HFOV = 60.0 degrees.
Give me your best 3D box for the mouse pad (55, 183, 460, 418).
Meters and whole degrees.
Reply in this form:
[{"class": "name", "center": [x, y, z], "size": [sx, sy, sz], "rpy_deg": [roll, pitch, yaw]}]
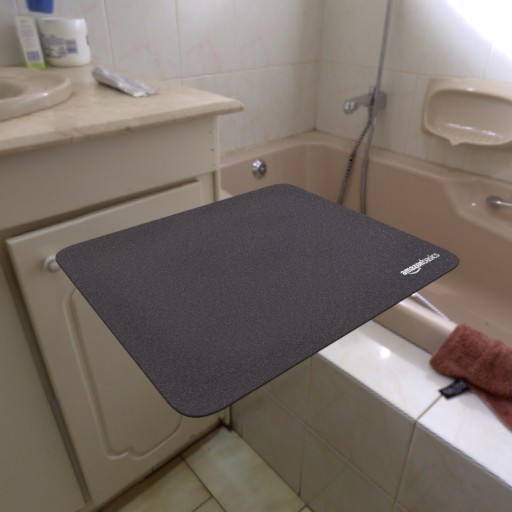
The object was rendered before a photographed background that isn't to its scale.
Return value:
[{"class": "mouse pad", "center": [0.000, 0.000, 0.436], "size": [0.315, 0.002, 0.269], "rpy_deg": [-22, 37, -33]}]
